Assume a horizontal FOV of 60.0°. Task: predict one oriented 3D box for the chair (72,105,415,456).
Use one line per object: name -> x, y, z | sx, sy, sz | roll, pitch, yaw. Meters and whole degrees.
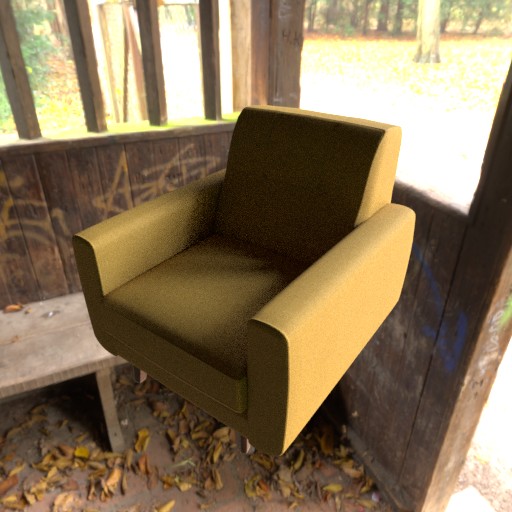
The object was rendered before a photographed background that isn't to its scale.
chair -> 0.000, 0.000, 1.536 | 0.831, 0.841, 0.909 | 21, 36, 31
